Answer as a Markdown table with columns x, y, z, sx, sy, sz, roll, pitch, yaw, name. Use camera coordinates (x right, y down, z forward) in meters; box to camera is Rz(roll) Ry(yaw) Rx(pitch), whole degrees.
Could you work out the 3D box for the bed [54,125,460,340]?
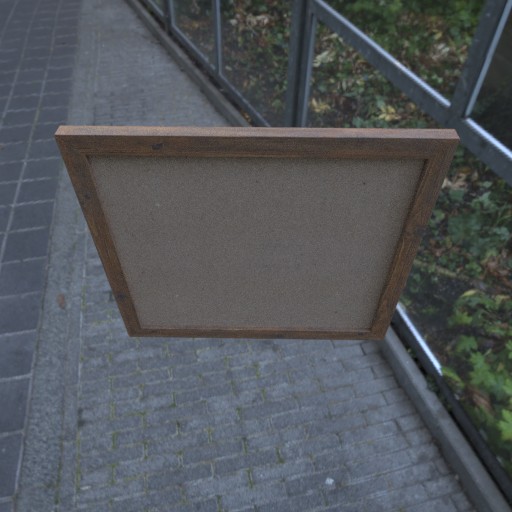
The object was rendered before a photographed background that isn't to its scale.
| x | y | z | sx | sy | sz | roll | pitch | yaw | name |
| --- | --- | --- | --- | --- | --- | --- | --- | --- | --- |
| 0.000 | 0.000 | 1.497 | 1.046 | 0.942 | 0.046 | 1 | 47 | 1 | bed |
